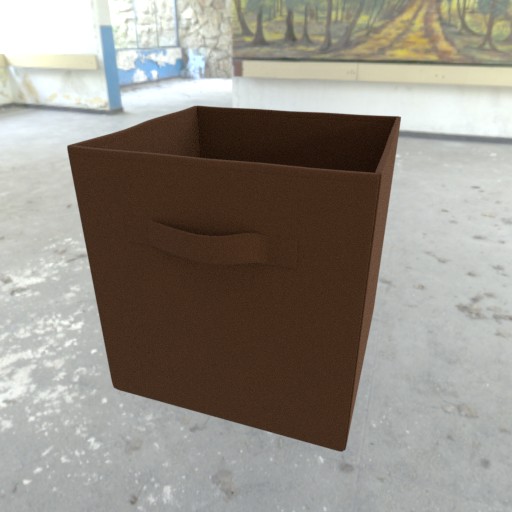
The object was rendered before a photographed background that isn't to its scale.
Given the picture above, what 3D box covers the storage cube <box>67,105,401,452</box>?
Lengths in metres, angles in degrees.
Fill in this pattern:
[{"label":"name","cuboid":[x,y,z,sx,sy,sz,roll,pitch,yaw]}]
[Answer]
[{"label":"storage cube","cuboid":[0.000,0.000,0.504,0.270,0.280,0.270,9,28,17]}]
